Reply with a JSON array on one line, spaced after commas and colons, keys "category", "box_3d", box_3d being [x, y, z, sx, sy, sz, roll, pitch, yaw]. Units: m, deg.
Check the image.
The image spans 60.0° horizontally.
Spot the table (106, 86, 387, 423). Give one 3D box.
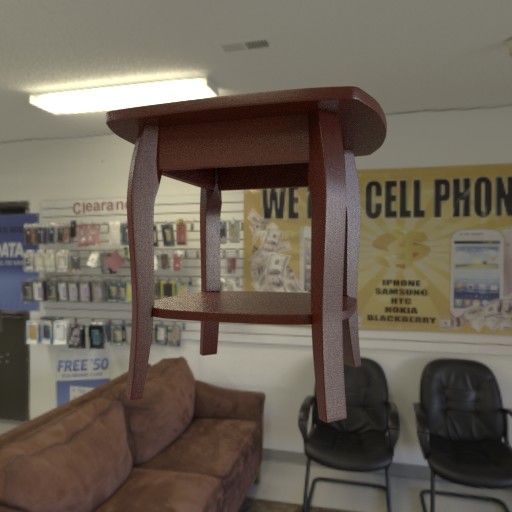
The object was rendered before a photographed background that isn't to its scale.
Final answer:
[{"category": "table", "box_3d": [0.000, 0.000, 0.890, 0.502, 0.496, 0.433, 0, 1, 17]}]
